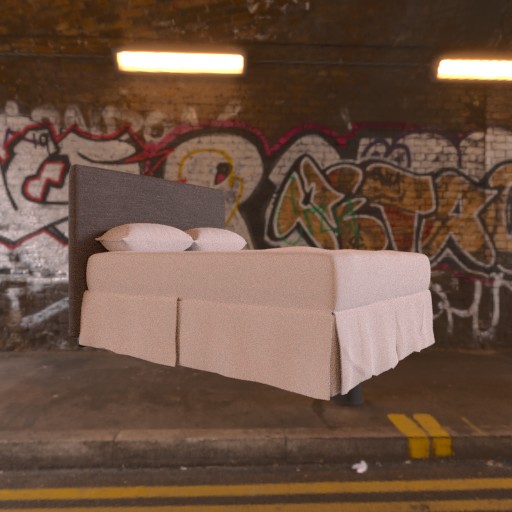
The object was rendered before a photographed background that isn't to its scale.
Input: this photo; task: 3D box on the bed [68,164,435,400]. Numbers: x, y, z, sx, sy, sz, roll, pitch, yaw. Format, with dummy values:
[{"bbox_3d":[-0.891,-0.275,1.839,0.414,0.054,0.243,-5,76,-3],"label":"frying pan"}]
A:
[{"bbox_3d":[0.000,0.000,3.248,2.142,1.330,1.723,0,0,36],"label":"bed"}]
